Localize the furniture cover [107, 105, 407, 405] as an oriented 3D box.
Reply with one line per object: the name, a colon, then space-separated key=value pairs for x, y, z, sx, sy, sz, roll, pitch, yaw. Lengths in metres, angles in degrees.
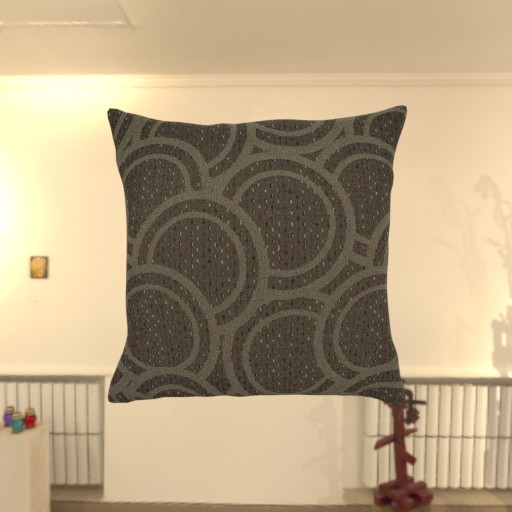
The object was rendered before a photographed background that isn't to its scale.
furniture cover: x=0.000 y=0.000 z=0.763 sx=0.514 sy=0.513 sz=0.163 roll=0 pitch=1 yaw=1
